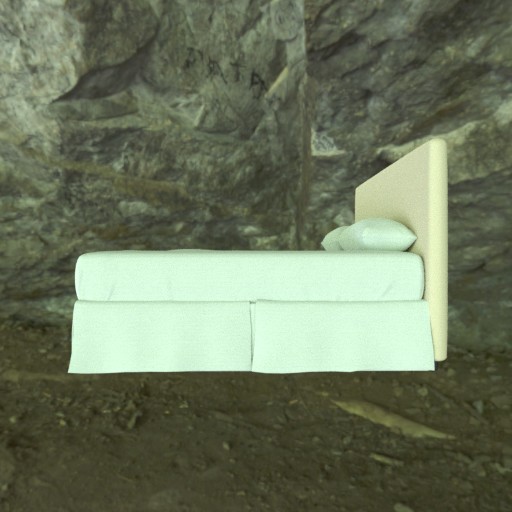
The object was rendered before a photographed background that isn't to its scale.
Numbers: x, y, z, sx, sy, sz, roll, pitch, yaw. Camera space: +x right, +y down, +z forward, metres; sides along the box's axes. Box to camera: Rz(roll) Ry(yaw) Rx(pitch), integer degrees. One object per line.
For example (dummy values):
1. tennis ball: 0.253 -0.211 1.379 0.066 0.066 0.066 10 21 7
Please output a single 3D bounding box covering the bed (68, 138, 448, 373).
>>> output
1. bed: 0.000 0.000 3.350 2.142 1.330 1.884 0 0 0
